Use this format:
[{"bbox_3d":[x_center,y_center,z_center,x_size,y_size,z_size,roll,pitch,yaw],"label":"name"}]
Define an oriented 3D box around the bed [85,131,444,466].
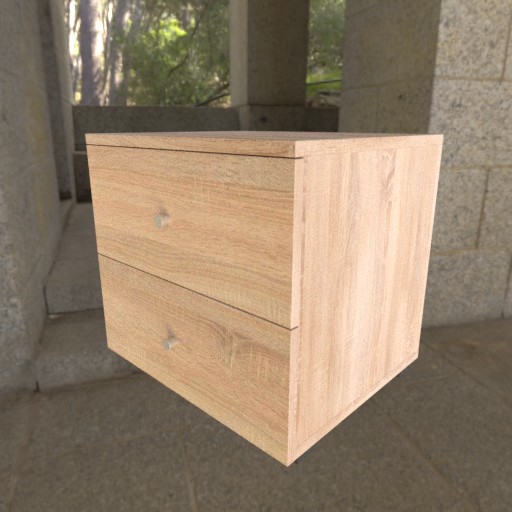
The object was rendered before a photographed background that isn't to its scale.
[{"bbox_3d":[0.000,0.000,0.792,0.460,0.420,0.401,15,22,41],"label":"bed"}]
